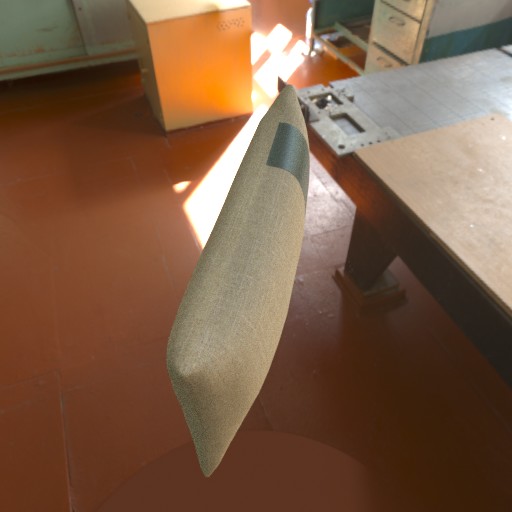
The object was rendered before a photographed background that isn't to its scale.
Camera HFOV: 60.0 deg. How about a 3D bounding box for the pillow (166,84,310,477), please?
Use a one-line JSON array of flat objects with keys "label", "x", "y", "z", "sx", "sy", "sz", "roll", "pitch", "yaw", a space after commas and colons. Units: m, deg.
[{"label": "pillow", "x": 0.000, "y": 0.000, "z": 1.026, "sx": 0.197, "sy": 0.429, "sz": 0.859, "roll": 9, "pitch": 48, "yaw": 9}]
